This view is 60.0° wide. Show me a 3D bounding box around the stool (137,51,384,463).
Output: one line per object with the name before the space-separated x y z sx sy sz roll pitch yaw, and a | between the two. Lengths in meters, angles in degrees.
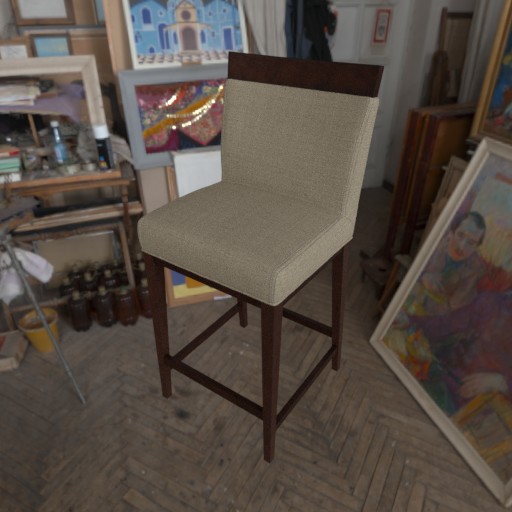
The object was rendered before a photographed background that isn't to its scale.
stool | 0.000 0.000 1.275 0.463 1.011 0.480 20 37 29
